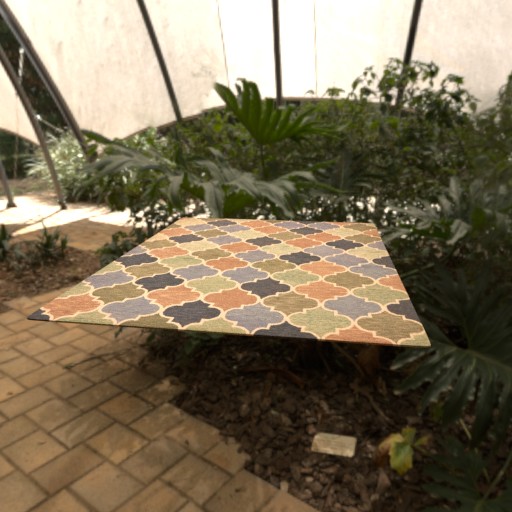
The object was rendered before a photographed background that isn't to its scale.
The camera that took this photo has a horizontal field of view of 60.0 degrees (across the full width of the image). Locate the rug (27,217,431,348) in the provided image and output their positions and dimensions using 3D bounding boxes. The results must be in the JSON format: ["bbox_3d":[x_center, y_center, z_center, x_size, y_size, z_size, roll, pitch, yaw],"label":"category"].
[{"bbox_3d":[0.000,0.000,4.111,2.439,0.013,3.200,2,17,8],"label":"rug"}]
